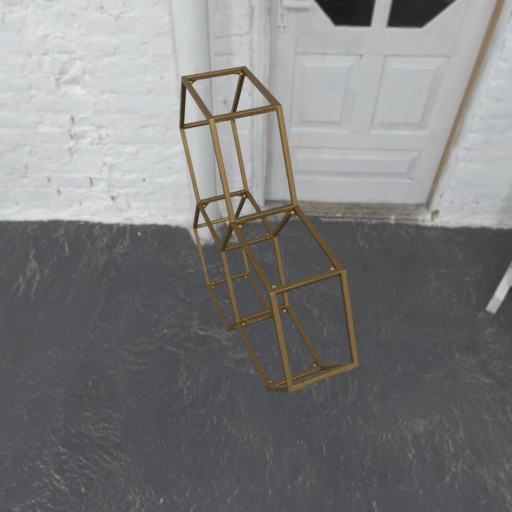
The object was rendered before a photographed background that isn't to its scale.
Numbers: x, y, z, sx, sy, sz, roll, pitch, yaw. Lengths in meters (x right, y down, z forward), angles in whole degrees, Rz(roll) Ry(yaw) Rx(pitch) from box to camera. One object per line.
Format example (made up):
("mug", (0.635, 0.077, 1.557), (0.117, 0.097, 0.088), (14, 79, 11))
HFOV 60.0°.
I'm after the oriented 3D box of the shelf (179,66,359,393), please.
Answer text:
("shelf", (0.000, 0.000, 1.076), (0.150, 0.701, 0.708), (-16, 48, -15))
